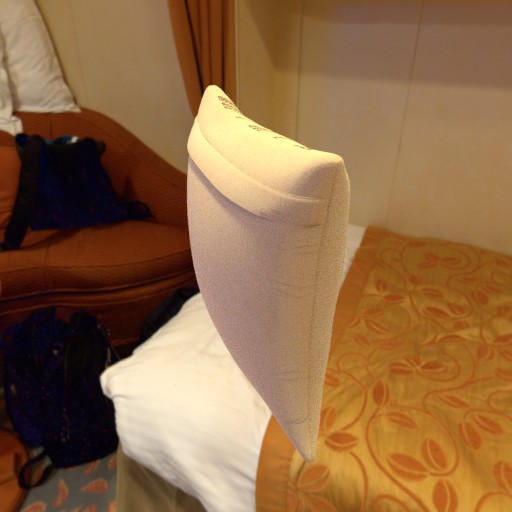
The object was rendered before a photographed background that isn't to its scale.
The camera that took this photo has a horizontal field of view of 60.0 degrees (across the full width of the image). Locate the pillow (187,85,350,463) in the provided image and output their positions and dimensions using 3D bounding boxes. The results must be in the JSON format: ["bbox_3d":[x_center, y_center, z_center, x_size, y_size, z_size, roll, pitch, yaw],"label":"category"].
[{"bbox_3d":[0.000,0.000,0.635,0.173,0.406,0.405,-10,31,-18],"label":"pillow"}]
